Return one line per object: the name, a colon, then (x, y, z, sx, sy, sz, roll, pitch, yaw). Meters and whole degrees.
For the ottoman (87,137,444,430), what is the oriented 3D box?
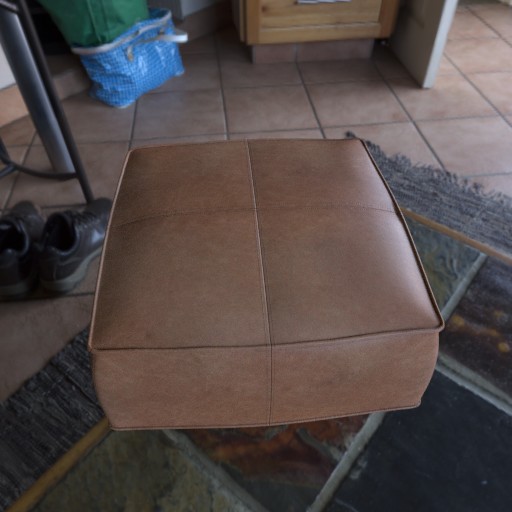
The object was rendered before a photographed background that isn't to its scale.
ottoman: (0.000, 0.000, 1.358, 0.902, 0.395, 0.901, -3, 47, -3)
